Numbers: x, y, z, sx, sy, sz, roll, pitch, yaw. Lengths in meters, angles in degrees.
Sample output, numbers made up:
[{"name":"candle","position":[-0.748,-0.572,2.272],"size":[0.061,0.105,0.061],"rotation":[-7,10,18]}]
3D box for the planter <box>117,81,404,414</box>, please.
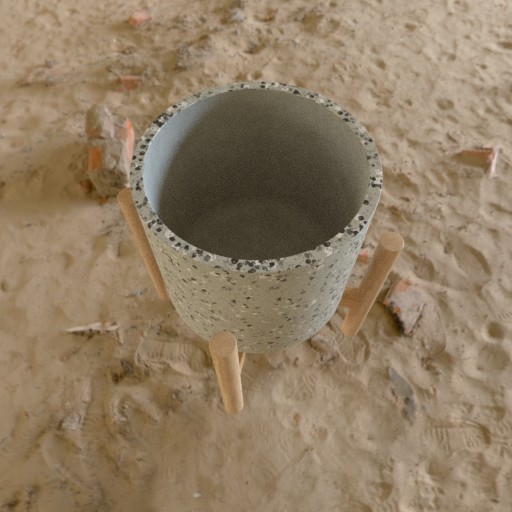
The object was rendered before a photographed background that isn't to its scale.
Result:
[{"name":"planter","position":[0.000,0.000,0.530],"size":[0.284,0.320,0.284],"rotation":[31,64,17]}]
